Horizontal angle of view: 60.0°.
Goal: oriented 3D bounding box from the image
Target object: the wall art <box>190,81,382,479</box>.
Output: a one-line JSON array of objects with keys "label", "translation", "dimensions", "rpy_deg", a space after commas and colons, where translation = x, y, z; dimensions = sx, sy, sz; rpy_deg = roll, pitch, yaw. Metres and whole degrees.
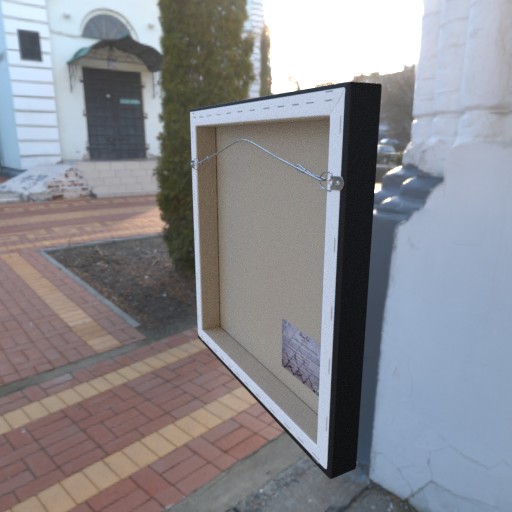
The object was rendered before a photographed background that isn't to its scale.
[{"label": "wall art", "translation": [0.000, 0.000, 0.609], "dimensions": [0.041, 0.407, 0.406], "rpy_deg": [-8, 16, -27]}]
